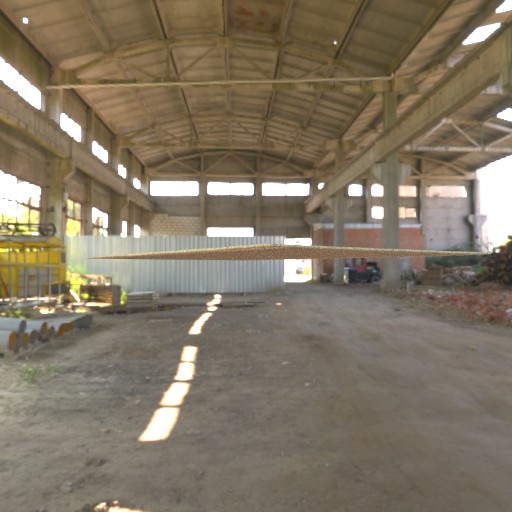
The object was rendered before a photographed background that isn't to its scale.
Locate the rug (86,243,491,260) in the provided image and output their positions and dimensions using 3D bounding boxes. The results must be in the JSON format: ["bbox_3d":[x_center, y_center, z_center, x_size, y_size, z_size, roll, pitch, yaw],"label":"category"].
[{"bbox_3d":[0.000,0.000,2.355,1.250,0.015,1.850,1,-2,-36],"label":"rug"}]
